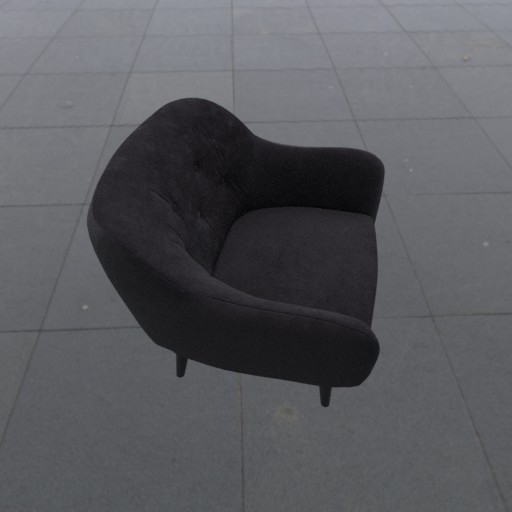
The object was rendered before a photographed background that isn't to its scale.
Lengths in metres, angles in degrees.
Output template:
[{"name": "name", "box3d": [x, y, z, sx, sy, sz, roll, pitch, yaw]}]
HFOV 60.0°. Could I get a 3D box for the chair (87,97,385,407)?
[{"name": "chair", "box3d": [0.000, 0.000, 1.520, 0.819, 0.807, 0.840, 9, 46, 9]}]
